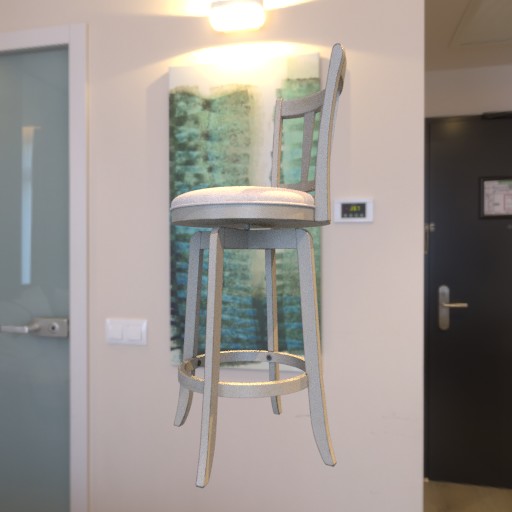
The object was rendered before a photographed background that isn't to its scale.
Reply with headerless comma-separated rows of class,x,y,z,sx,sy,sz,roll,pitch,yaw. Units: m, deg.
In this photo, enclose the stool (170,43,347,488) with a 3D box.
stool,0.000,0.000,1.242,0.475,1.042,0.436,0,0,-18
